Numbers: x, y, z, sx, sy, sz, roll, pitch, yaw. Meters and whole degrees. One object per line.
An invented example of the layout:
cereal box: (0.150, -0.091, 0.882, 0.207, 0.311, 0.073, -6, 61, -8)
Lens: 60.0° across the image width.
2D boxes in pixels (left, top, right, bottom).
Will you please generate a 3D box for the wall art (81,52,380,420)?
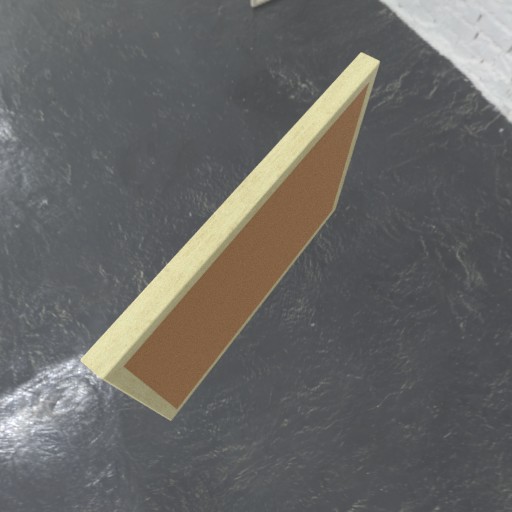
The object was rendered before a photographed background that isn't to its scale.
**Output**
wall art: (0.000, 0.000, 0.690, 0.032, 0.381, 0.533, 34, 69, 15)
